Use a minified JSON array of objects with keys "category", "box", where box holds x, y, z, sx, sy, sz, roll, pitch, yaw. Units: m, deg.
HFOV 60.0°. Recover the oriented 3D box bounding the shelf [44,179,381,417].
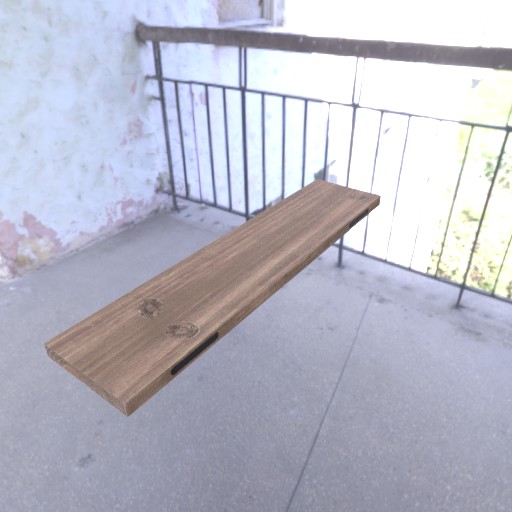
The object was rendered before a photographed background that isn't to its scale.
[{"category":"shelf","box":[0.000,0.000,0.674,0.140,0.020,0.610,21,38,31]}]
